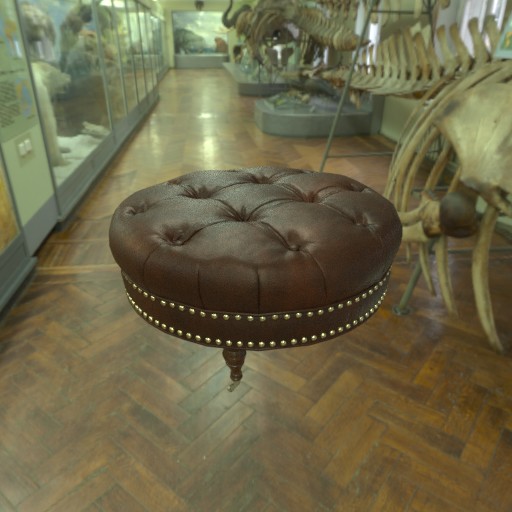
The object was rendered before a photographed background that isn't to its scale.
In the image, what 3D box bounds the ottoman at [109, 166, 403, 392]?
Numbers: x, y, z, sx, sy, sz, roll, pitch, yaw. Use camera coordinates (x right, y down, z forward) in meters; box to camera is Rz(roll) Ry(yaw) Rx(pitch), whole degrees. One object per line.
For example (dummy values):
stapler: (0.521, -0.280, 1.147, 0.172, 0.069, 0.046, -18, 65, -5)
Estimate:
ottoman: (0.000, 0.000, 1.459, 0.901, 0.455, 0.901, 0, 26, 0)
